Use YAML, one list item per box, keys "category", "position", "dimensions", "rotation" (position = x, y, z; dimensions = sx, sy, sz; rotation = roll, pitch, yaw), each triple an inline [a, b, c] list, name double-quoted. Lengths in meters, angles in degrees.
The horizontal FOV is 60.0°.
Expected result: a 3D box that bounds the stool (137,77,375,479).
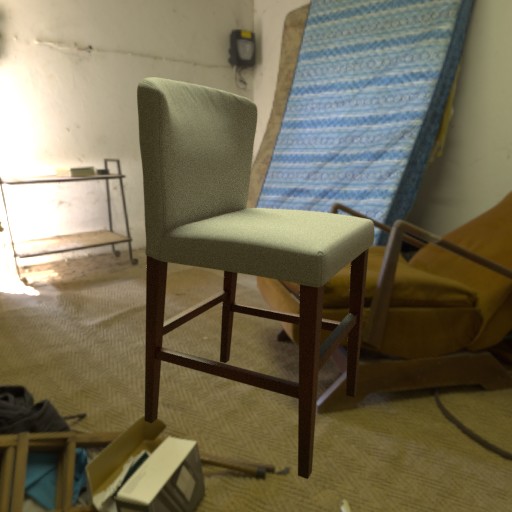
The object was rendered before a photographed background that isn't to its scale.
- category: "stool"
  position: [0.000, 0.000, 1.263]
  dimensions: [0.568, 0.968, 0.479]
  rotation: [7, 16, 27]
